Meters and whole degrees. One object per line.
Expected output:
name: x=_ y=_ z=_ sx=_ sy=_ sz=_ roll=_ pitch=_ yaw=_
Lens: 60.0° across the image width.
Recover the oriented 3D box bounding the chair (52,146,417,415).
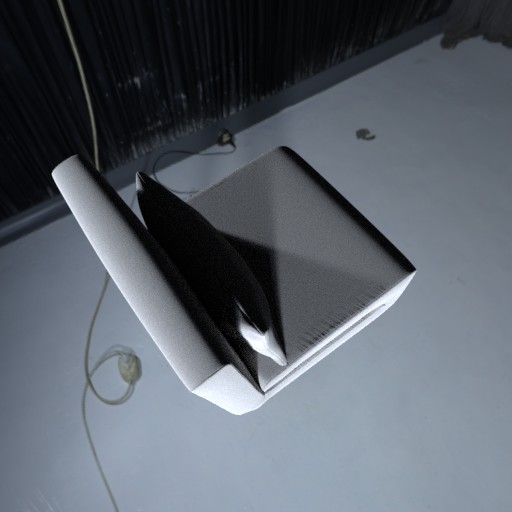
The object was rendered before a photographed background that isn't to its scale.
chair: x=0.000 y=0.000 z=1.542 sx=0.902 sy=0.808 sz=0.770 roll=-32 pitch=64 yaw=-18
